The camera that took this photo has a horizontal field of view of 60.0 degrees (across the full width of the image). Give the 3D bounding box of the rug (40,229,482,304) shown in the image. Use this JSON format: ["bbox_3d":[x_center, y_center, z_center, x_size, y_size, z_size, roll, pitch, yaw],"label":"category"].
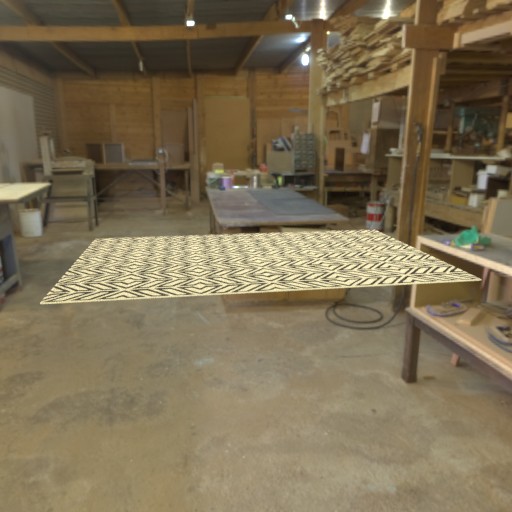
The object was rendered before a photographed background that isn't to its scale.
[{"bbox_3d":[0.000,0.000,3.123,2.438,0.008,1.523,-2,15,-9],"label":"rug"}]
